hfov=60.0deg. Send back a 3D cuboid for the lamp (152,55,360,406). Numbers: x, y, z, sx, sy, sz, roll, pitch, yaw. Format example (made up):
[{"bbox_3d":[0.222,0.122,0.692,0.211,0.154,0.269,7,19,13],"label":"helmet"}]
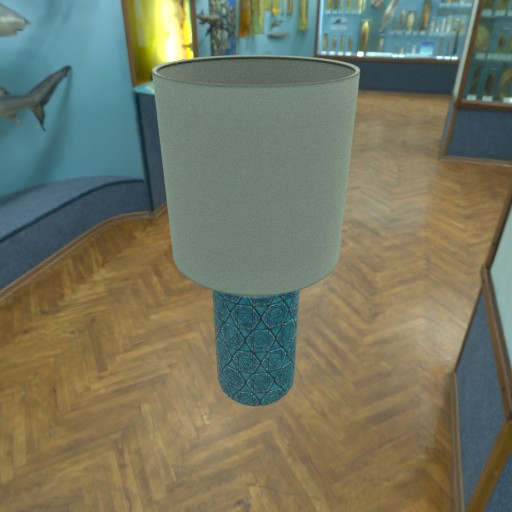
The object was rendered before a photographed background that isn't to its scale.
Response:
[{"bbox_3d":[0.000,0.000,0.755,0.278,0.597,0.278,11,32,18],"label":"lamp"}]
